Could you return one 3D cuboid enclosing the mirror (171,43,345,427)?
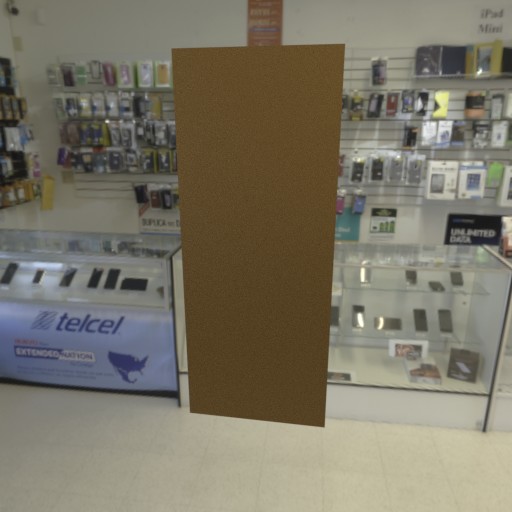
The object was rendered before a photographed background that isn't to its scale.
[{"bbox_3d":[0.000,0.000,2.352,0.812,2.031,0.025,3,17,9],"label":"mirror"}]
